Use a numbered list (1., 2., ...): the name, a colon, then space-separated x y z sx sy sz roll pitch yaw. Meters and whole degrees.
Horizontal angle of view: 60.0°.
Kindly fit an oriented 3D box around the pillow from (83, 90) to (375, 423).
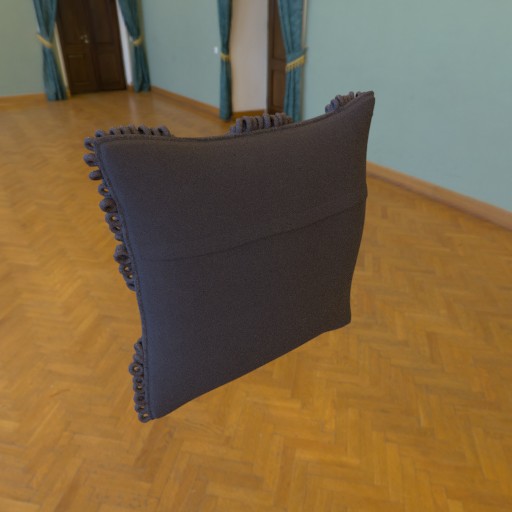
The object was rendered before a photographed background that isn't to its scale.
1. pillow: 0.000 0.000 0.714 0.470 0.467 0.172 -19 35 -30
